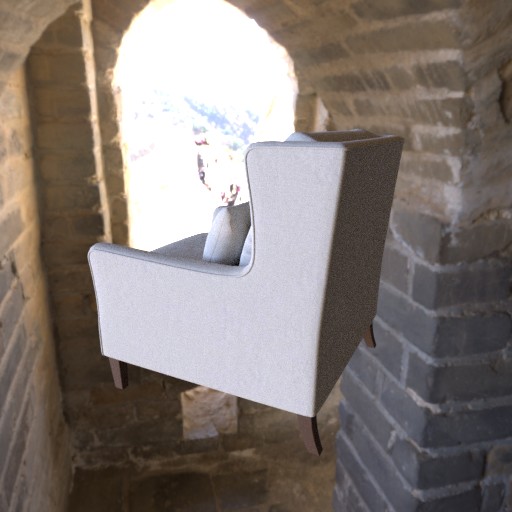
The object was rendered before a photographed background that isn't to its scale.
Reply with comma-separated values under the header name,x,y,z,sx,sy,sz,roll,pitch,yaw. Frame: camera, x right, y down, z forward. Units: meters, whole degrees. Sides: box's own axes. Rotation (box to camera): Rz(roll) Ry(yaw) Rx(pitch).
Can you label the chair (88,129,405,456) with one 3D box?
name,x,y,z,sx,sy,sz,roll,pitch,yaw
chair,0.000,0.000,1.921,1.040,1.056,0.982,8,18,26
